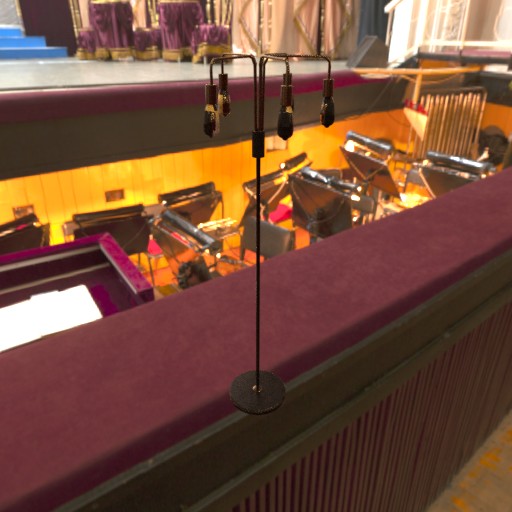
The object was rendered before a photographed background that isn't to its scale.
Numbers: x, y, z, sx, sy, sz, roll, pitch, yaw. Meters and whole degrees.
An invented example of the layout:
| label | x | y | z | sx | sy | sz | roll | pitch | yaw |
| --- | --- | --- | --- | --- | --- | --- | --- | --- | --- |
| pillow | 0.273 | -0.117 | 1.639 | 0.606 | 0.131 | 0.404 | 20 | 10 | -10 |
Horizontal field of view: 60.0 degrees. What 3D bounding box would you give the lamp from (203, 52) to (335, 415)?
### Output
| label | x | y | z | sx | sy | sz | roll | pitch | yaw |
| --- | --- | --- | --- | --- | --- | --- | --- | --- | --- |
| lamp | 0.000 | 0.000 | 2.075 | 0.572 | 1.721 | 0.599 | -18 | 32 | -31 |
